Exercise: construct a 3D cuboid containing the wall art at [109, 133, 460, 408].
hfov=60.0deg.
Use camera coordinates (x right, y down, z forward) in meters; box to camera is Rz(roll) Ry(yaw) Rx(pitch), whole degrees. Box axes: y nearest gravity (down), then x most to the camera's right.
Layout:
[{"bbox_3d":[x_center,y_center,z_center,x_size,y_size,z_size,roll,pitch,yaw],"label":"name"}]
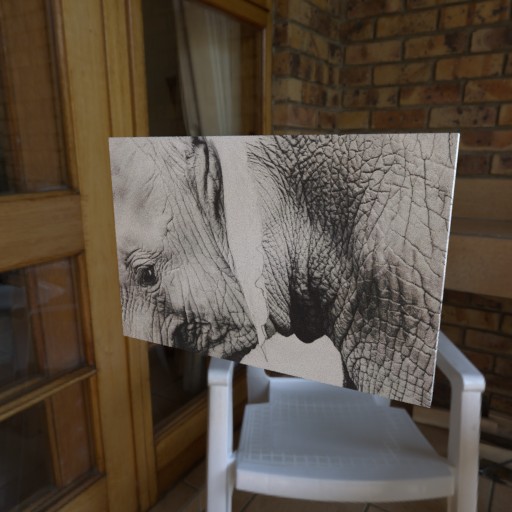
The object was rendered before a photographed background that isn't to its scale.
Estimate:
[{"bbox_3d":[0.000,0.000,0.779,0.613,0.407,0.035,7,15,25],"label":"wall art"}]
